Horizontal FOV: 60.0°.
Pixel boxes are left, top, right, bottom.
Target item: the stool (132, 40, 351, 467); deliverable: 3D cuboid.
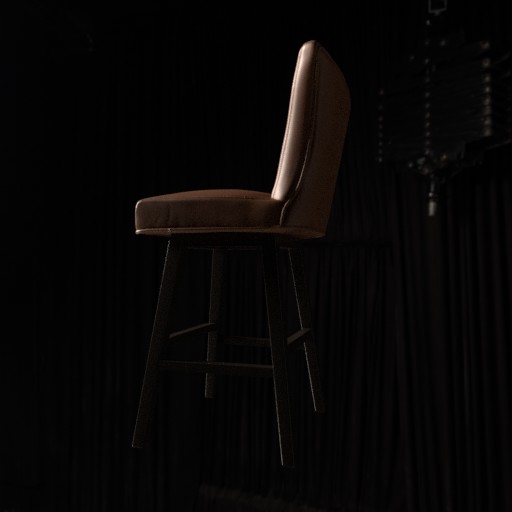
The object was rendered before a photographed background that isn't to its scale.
[{"bbox_3d":[0.000,0.000,1.423,0.585,1.094,0.522,0,-1,19],"label":"stool"}]
